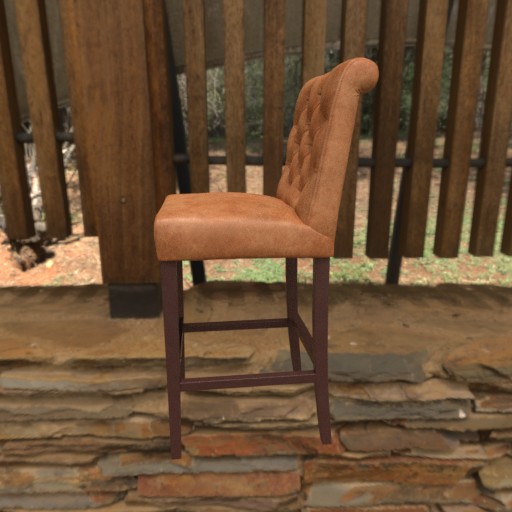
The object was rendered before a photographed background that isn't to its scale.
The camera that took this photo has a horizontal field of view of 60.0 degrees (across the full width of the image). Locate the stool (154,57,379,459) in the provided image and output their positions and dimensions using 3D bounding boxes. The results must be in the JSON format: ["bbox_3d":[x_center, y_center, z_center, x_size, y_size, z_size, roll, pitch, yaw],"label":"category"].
[{"bbox_3d":[0.000,0.000,1.444,0.601,1.140,0.493,-2,15,-7],"label":"stool"}]
